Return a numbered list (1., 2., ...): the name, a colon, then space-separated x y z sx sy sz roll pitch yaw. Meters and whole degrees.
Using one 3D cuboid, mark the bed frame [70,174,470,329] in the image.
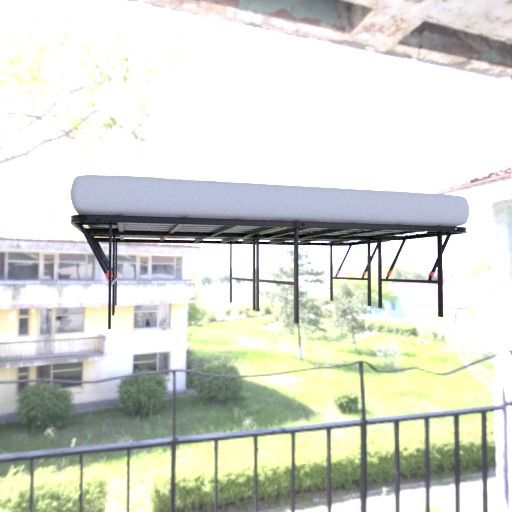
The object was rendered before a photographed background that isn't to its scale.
1. bed frame: 0.000 0.000 2.617 1.905 0.637 1.372 1 -2 -16
